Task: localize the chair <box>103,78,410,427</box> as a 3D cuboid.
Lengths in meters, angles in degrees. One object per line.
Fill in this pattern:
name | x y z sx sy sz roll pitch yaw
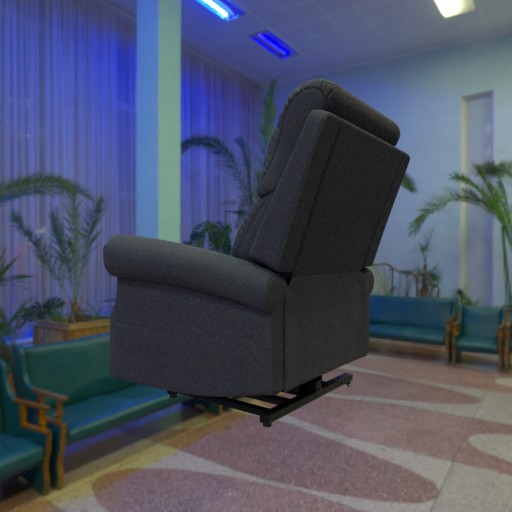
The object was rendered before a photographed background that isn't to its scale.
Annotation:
chair | 0.000 0.000 1.723 0.979 1.031 0.871 0 0 37
